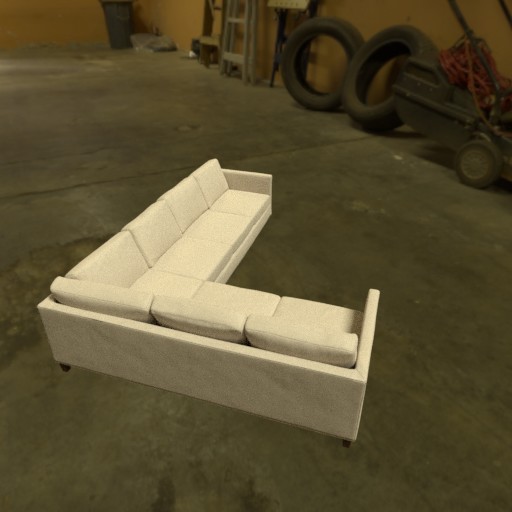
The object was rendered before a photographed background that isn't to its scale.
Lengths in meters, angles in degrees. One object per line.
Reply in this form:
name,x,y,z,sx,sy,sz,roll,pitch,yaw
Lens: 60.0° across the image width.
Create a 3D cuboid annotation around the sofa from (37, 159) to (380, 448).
sofa,0.000,0.000,4.377,2.432,0.863,3.182,9,32,15
